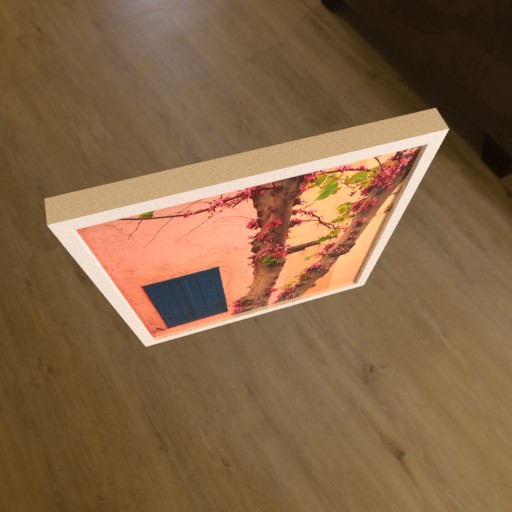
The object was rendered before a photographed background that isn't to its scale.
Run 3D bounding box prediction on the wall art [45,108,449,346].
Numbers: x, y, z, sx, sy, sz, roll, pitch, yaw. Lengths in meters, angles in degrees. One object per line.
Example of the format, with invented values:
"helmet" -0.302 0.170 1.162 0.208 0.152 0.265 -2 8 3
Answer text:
"wall art" 0.000 0.000 0.772 0.507 0.508 0.038 -15 64 -7
